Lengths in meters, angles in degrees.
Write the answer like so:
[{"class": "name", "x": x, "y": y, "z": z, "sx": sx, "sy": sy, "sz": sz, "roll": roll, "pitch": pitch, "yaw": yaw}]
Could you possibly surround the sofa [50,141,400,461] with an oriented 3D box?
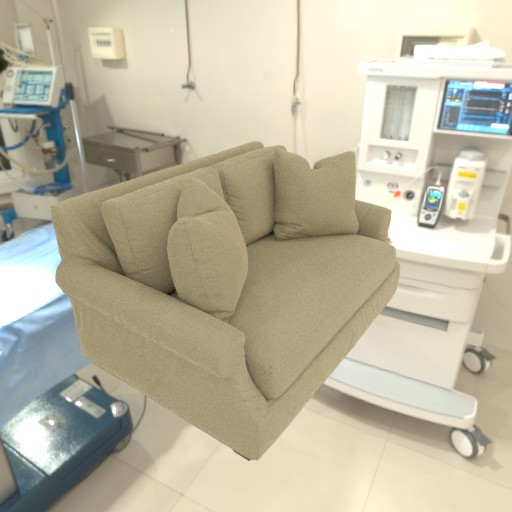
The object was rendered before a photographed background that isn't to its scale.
[{"class": "sofa", "x": 0.000, "y": 0.000, "z": 2.193, "sx": 1.070, "sy": 0.905, "sz": 1.550, "roll": 18, "pitch": 32, "yaw": 31}]
